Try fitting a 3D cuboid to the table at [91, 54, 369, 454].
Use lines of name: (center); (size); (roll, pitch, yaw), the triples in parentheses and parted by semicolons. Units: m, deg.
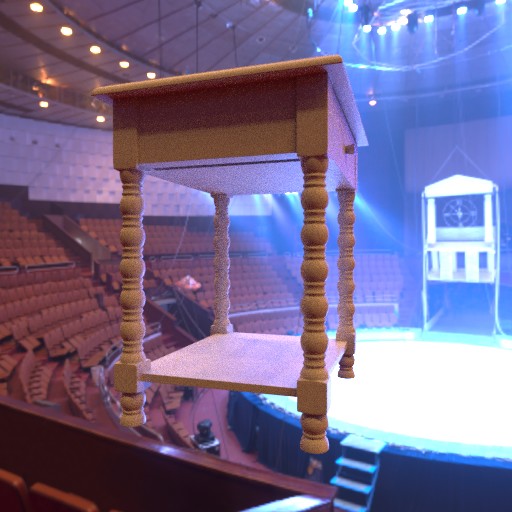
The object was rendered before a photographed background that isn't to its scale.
table: (0.000, 0.000, 0.838); (0.381, 0.531, 0.460); (0, 1, 18)
